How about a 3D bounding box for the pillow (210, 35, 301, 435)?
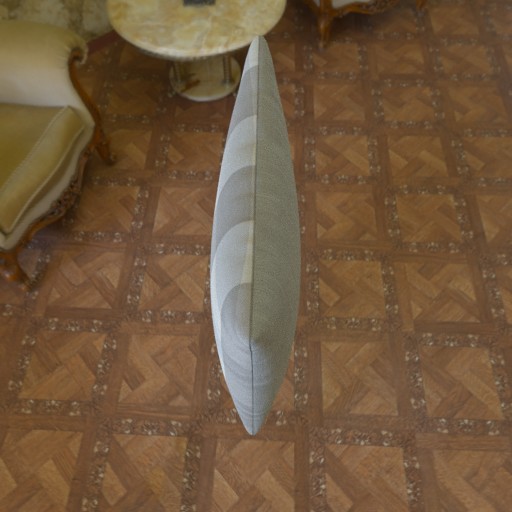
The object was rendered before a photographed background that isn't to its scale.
[{"bbox_3d":[0.000,0.000,0.781,0.161,0.509,0.511,1,58,1],"label":"pillow"}]
